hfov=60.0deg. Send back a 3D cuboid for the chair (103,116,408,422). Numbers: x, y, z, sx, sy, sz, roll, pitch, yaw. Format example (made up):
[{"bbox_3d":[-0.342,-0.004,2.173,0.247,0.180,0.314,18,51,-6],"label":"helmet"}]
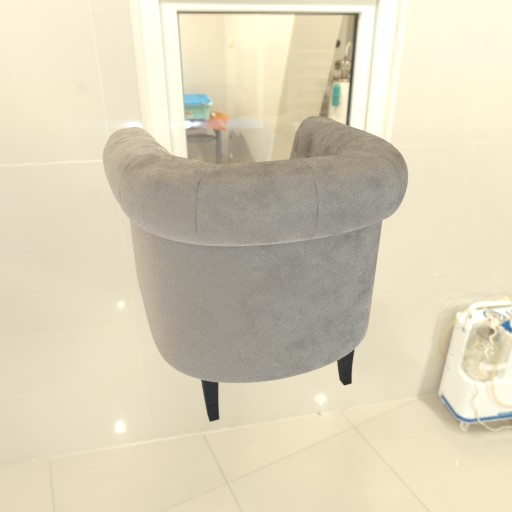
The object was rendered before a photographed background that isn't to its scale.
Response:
[{"bbox_3d":[0.000,0.000,1.537,0.904,0.826,0.851,-9,28,-18],"label":"chair"}]
